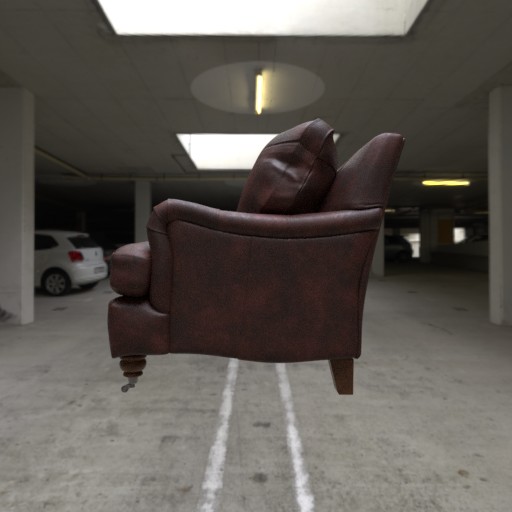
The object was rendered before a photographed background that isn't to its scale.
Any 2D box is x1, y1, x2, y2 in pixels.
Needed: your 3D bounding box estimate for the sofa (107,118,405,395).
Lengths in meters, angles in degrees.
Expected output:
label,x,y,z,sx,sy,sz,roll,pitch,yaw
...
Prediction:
label,x,y,z,sx,sy,sz,roll,pitch,yaw
sofa,0.000,0.000,2.423,1.148,1.070,1.628,0,-1,0
